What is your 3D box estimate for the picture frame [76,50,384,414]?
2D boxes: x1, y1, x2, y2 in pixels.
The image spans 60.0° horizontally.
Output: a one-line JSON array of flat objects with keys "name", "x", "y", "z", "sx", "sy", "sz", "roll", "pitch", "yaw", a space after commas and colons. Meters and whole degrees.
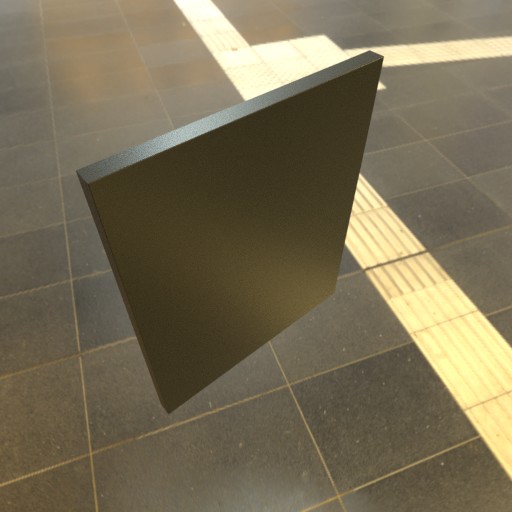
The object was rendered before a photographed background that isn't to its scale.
[{"name": "picture frame", "x": 0.000, "y": 0.000, "z": 0.754, "sx": 0.460, "sy": 0.556, "sz": 0.028, "roll": -31, "pitch": 55, "yaw": -26}]
